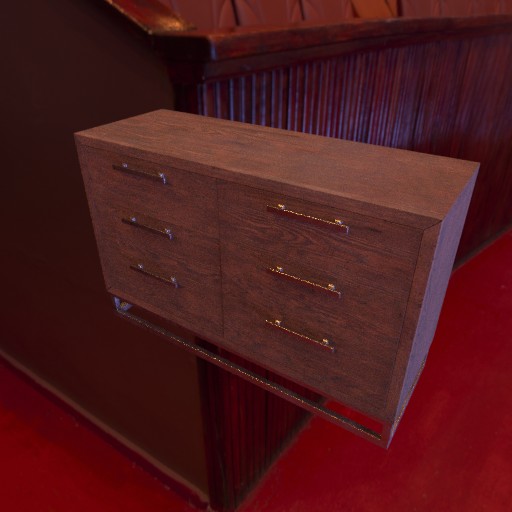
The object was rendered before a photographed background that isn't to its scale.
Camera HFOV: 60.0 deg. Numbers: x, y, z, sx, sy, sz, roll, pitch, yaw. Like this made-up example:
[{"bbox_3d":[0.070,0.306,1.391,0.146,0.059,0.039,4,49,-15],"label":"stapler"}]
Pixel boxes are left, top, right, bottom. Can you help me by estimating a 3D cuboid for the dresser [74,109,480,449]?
[{"bbox_3d":[0.000,0.000,2.131,1.646,1.061,0.623,19,36,28],"label":"dresser"}]
